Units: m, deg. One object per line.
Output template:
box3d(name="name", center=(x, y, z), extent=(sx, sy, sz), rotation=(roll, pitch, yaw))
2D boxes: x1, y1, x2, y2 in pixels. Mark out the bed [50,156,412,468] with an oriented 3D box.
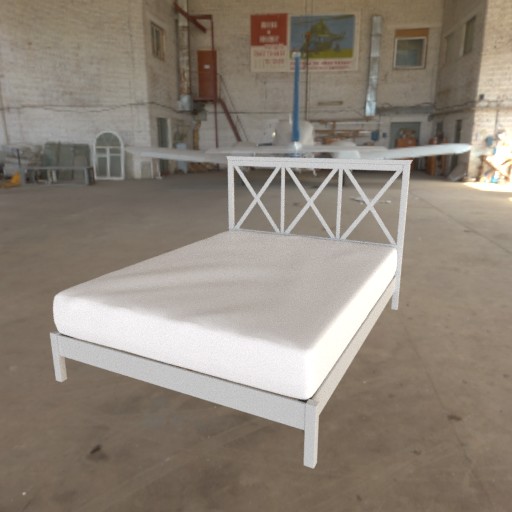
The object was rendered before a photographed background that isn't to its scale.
box3d(name="bed", center=(0.000, 0.000, 3.084), extent=(1.673, 1.253, 2.135), rotation=(7, 17, 26))
